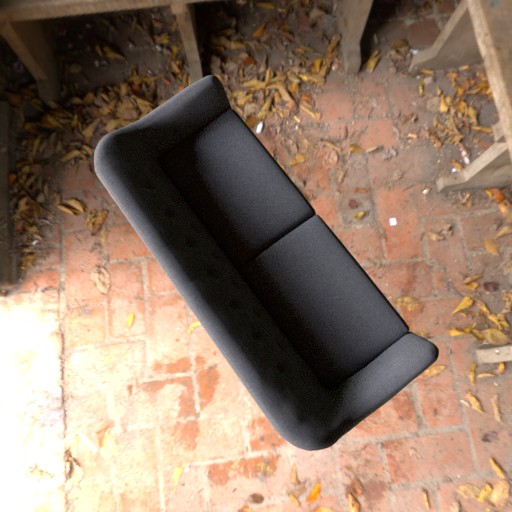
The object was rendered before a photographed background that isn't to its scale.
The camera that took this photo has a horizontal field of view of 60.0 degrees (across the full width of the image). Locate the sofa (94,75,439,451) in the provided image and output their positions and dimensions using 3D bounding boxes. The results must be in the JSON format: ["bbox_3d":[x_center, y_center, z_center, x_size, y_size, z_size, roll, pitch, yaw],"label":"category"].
[{"bbox_3d":[0.000,0.000,2.285,0.820,0.820,1.840,-36,79,-8],"label":"sofa"}]
